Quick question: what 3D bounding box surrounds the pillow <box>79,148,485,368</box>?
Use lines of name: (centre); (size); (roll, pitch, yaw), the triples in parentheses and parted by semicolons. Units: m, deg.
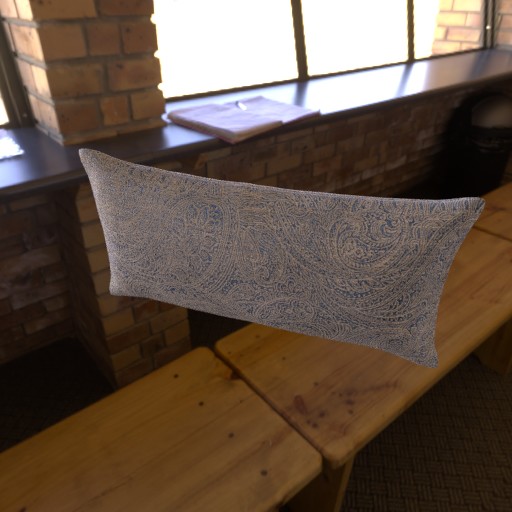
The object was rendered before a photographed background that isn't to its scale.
pillow: (0.000, 0.000, 0.722); (0.615, 0.295, 0.151); (10, 33, 16)
